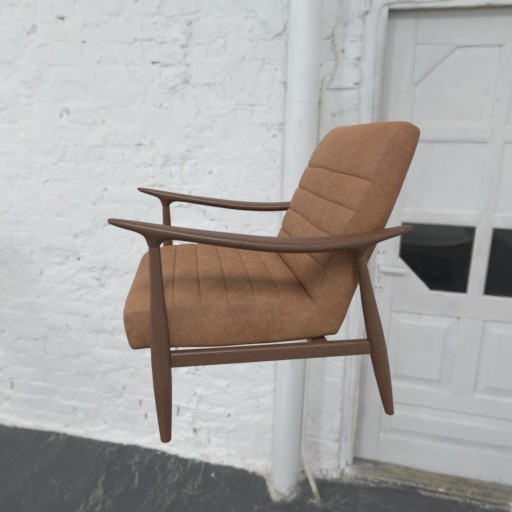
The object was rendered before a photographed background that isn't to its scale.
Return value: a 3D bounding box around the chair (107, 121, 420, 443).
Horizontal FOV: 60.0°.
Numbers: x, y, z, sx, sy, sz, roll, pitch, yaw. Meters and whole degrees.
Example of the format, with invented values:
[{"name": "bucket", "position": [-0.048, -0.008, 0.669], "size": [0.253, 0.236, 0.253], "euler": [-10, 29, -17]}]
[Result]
[{"name": "chair", "position": [0.000, 0.000, 1.446], "size": [0.798, 0.832, 0.741], "euler": [-2, 15, -8]}]
